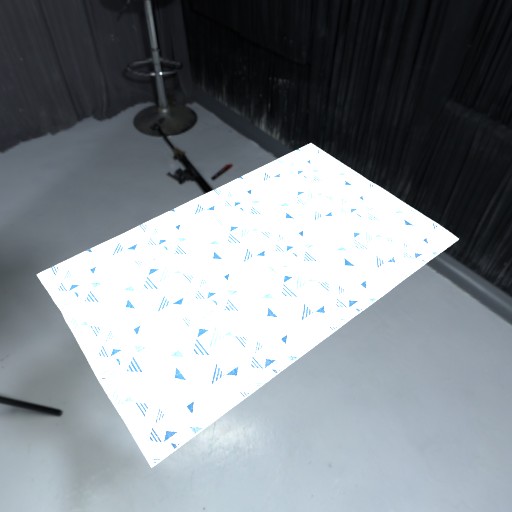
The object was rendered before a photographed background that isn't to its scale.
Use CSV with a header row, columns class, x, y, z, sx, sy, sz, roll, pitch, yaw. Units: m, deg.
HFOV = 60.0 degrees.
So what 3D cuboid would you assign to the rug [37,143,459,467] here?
class,x,y,z,sx,sy,sz,roll,pitch,yaw
rug,0.000,0.000,3.000,2.457,0.009,1.512,-30,54,-25
